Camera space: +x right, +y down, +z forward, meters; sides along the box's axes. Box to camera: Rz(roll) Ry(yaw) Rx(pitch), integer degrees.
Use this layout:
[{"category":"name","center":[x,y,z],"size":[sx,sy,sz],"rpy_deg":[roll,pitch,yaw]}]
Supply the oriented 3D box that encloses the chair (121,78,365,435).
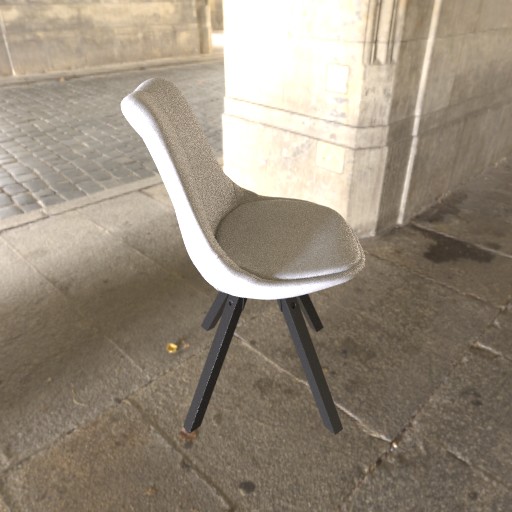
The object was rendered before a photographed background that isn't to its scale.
[{"category":"chair","center":[0.000,0.000,1.172],"size":[0.550,0.850,0.485],"rpy_deg":[0,31,0]}]
